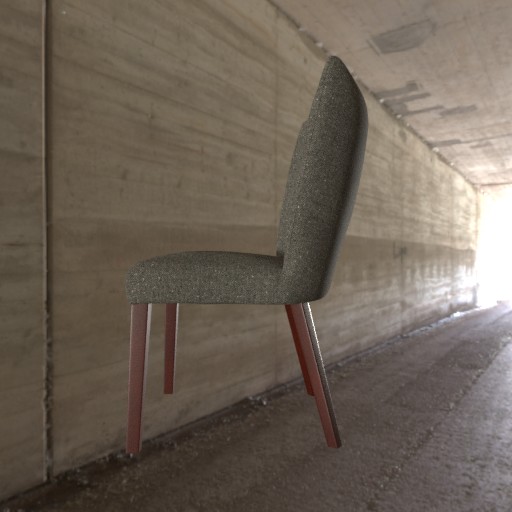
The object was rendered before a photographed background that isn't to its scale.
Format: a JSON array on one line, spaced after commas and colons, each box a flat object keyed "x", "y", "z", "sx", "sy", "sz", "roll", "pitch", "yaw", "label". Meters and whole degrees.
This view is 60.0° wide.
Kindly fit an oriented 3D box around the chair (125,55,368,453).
[{"x": 0.000, "y": 0.000, "z": 1.273, "sx": 0.623, "sy": 0.924, "sz": 0.535, "roll": 0, "pitch": 0, "yaw": 0, "label": "chair"}]
